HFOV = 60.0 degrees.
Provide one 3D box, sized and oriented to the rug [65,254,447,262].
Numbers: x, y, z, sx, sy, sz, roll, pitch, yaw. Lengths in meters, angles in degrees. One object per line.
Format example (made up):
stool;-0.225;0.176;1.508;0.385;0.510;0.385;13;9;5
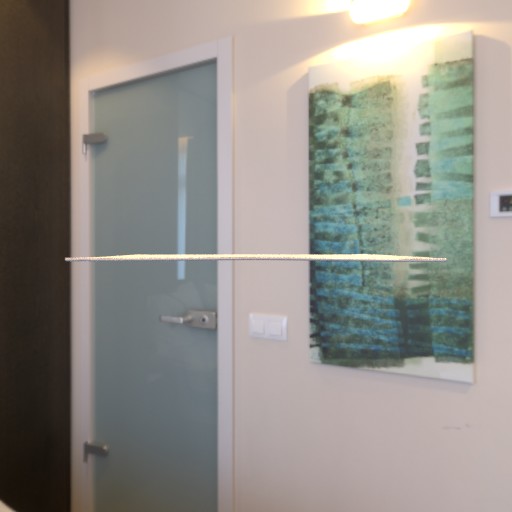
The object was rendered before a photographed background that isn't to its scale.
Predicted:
rug;0.000;0.000;2.207;1.149;0.021;1.773;0;1;0
